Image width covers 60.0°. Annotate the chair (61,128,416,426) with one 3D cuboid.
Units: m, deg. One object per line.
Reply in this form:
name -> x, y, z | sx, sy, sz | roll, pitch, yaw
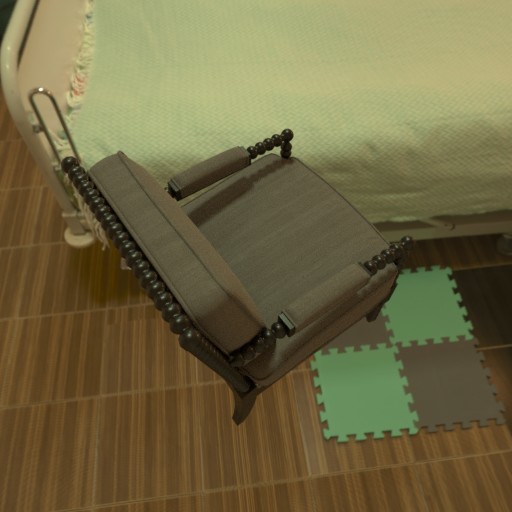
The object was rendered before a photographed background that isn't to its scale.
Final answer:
chair -> 0.000, 0.000, 1.139 | 0.622, 0.661, 0.540 | -31, 62, -19
